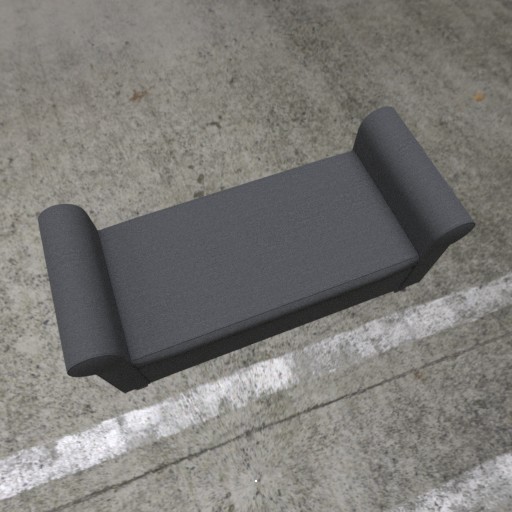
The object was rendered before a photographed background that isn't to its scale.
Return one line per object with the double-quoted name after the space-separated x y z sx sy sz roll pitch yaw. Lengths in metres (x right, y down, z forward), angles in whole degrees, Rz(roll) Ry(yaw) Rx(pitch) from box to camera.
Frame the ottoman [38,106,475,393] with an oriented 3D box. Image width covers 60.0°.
0.000 0.000 1.562 1.256 0.547 0.521 -19 65 -9 "ottoman"
